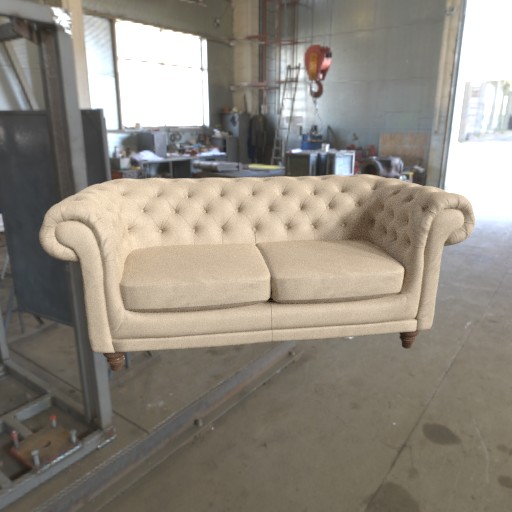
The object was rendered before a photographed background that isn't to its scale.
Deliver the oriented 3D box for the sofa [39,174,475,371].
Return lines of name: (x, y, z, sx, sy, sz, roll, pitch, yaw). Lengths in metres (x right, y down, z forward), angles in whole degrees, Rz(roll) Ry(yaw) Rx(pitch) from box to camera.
sofa: (0.000, 0.000, 2.522, 1.988, 0.835, 1.069, -2, 17, -8)
